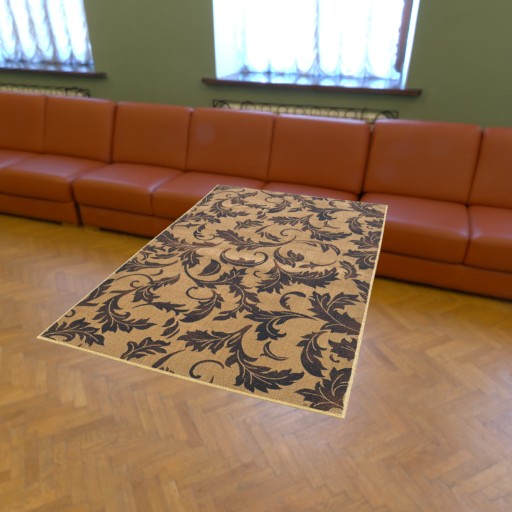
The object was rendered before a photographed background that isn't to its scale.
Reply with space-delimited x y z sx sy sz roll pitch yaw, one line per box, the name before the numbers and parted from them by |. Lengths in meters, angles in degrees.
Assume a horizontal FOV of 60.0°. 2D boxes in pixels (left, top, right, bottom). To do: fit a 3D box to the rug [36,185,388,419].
rug | 0.000 0.000 2.899 1.522 0.008 2.284 9 31 16
